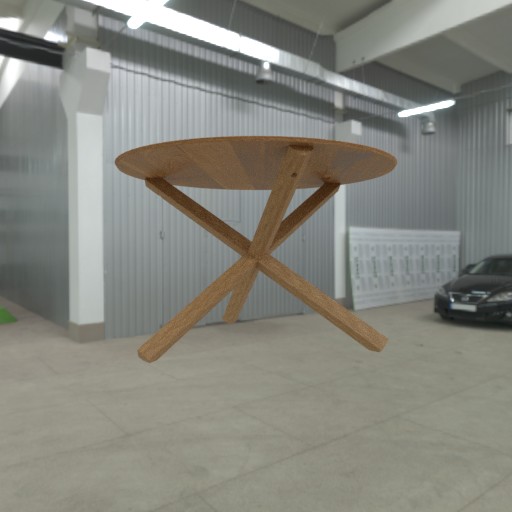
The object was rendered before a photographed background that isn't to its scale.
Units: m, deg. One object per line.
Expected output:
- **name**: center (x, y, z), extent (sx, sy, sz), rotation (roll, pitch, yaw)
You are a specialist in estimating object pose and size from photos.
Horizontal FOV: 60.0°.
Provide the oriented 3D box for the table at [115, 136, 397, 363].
- **table**: center (0.000, 0.000, 1.714), extent (1.038, 0.666, 1.038), rotation (0, 1, 0)
